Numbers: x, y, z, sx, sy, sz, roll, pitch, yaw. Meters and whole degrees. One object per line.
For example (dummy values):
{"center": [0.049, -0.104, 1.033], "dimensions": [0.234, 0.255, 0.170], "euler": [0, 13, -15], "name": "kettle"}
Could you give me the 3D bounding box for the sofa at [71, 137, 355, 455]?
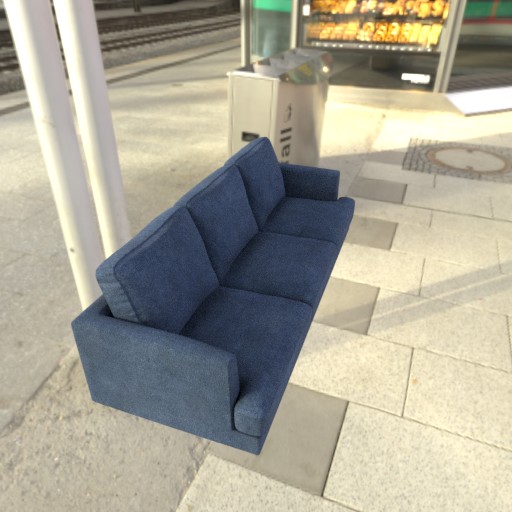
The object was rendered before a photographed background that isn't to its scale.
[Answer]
{"center": [0.000, 0.000, 2.766], "dimensions": [0.903, 0.930, 2.246], "euler": [11, 33, 17], "name": "sofa"}
